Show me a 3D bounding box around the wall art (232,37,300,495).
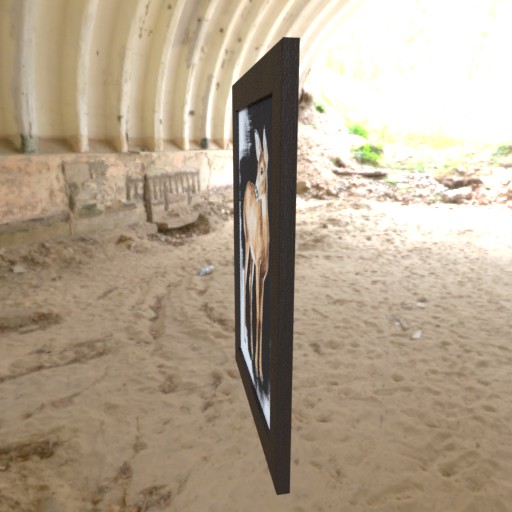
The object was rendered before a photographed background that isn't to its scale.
[{"bbox_3d":[0.000,0.000,0.651,0.017,0.513,0.359,-3,14,-10],"label":"wall art"}]
